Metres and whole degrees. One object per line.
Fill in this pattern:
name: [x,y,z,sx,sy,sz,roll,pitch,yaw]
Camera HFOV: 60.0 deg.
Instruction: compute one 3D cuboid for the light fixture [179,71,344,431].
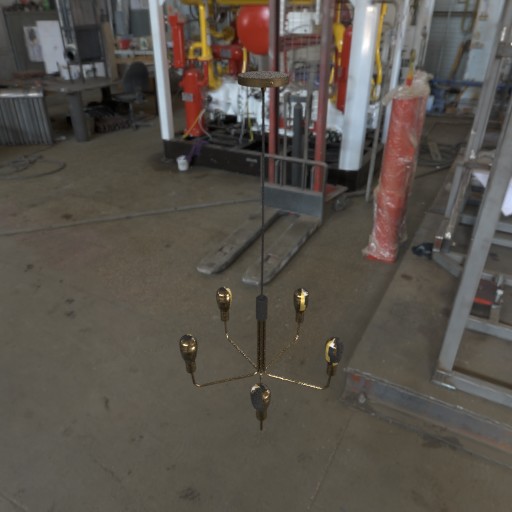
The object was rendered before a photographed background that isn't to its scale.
light fixture: [0.000,0.000,1.394,0.532,1.059,0.588,-8,31,-14]
